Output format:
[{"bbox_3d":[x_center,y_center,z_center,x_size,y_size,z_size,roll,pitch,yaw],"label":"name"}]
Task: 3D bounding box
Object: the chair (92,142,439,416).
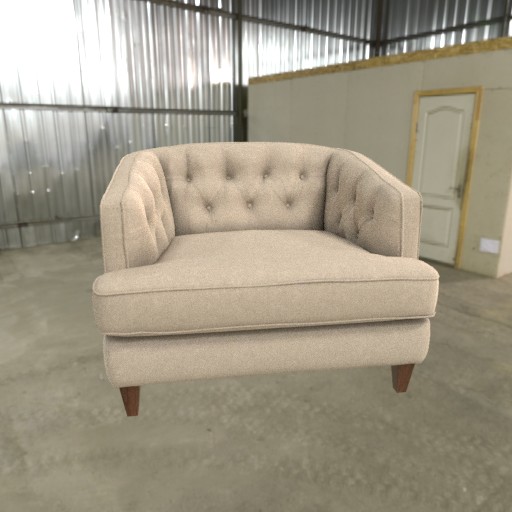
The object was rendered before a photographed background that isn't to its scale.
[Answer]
[{"bbox_3d":[0.000,0.000,1.764,1.104,0.852,0.941,-2,16,-8],"label":"chair"}]
